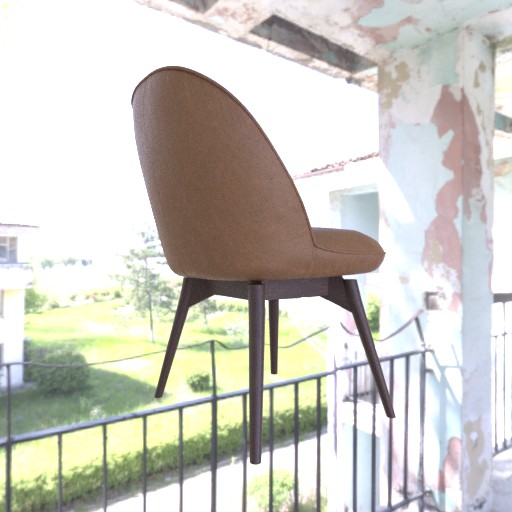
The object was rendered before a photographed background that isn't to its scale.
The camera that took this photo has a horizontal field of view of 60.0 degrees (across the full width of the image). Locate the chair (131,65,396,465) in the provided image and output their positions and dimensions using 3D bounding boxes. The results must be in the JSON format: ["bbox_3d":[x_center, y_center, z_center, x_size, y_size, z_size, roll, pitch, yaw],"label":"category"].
[{"bbox_3d":[0.000,0.000,1.200,0.631,0.831,0.521,0,1,-35],"label":"chair"}]
